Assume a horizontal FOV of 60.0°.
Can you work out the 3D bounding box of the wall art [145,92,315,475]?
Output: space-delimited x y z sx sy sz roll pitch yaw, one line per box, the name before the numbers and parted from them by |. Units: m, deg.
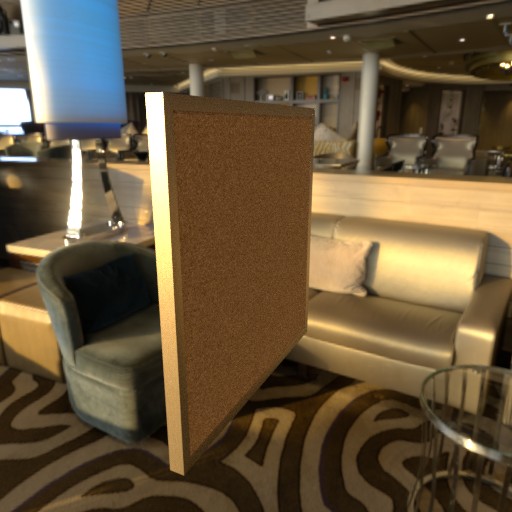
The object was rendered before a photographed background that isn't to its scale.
wall art | 0.000 0.000 1.171 0.036 0.765 0.767 8 18 25
